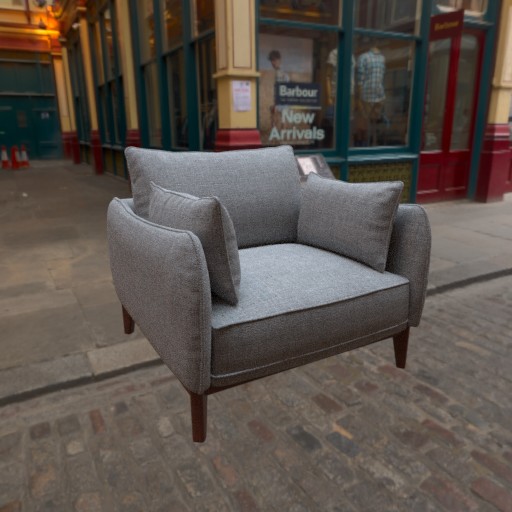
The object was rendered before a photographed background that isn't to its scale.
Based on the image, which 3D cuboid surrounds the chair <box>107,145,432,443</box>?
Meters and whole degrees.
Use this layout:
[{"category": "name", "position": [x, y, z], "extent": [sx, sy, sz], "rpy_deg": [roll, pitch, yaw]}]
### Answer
[{"category": "chair", "position": [0.000, 0.000, 1.777], "extent": [0.993, 0.839, 0.976], "rpy_deg": [-9, 19, -28]}]
